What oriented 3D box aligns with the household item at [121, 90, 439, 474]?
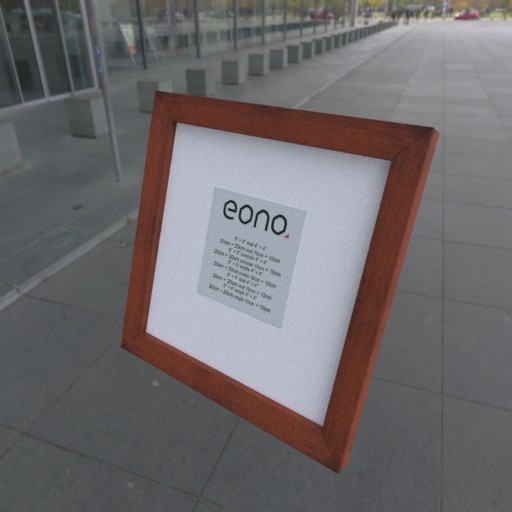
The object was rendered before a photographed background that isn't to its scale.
[{"bbox_3d":[0.000,0.000,0.375,0.240,0.240,0.131,19,34,30],"label":"household item"}]
